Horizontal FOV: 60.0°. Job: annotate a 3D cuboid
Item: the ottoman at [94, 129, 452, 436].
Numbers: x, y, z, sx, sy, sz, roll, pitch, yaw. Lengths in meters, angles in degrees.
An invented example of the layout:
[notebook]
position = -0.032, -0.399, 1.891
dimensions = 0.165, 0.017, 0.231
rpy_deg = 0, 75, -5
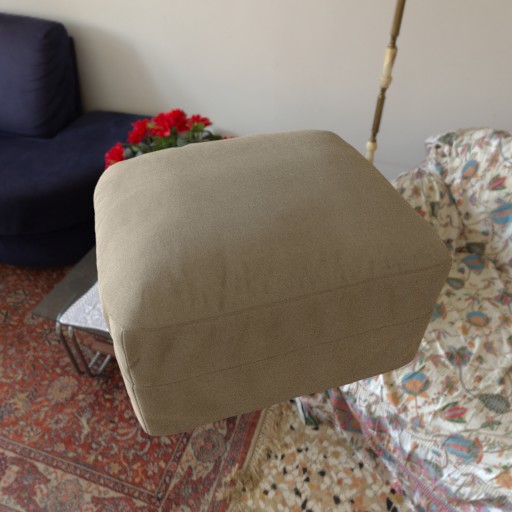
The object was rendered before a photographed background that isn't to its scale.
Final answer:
[ottoman]
position = 0.000, 0.000, 1.079
dimensions = 0.712, 0.480, 0.584
rpy_deg = -12, 43, -13
